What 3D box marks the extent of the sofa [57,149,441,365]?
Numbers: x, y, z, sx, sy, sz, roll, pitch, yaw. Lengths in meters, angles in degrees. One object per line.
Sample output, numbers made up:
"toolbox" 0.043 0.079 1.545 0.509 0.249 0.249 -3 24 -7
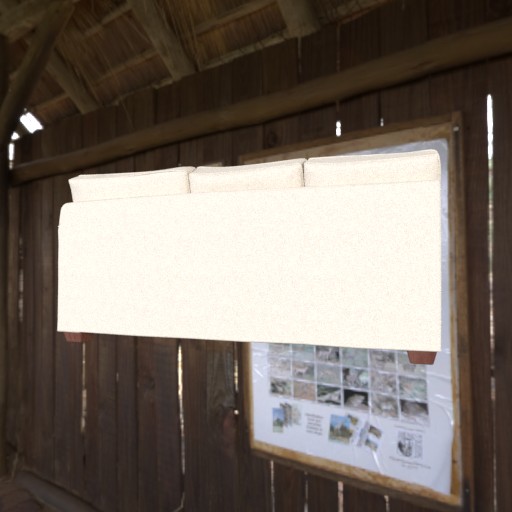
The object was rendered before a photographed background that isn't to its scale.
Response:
"sofa" 0.000 0.000 2.596 1.963 0.946 1.034 0 -1 18
